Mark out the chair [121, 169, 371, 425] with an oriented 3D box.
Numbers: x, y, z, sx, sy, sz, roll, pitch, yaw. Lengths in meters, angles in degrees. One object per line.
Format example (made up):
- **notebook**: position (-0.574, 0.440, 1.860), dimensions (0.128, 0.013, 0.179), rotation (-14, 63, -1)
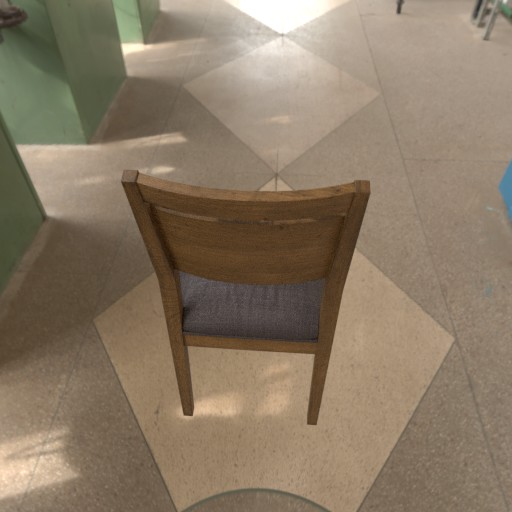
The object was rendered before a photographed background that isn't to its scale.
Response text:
- **chair**: position (0.000, 0.000, 1.275), dimensions (0.501, 0.939, 0.610), rotation (3, 47, 3)
